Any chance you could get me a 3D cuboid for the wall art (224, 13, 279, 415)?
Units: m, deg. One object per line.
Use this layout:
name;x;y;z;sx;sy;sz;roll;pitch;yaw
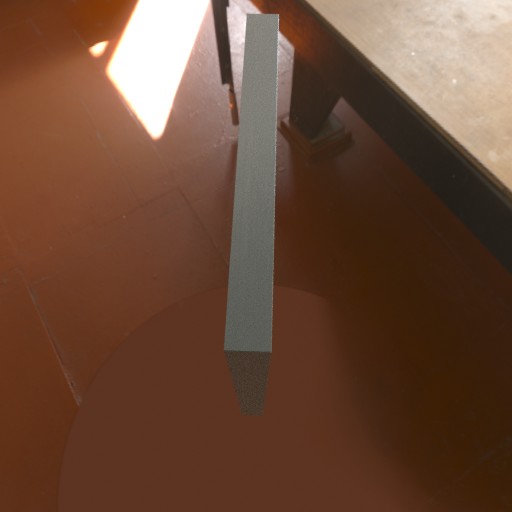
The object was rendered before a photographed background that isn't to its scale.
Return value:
wall art;0.000;0.000;0.508;0.030;0.379;0.308;2;65;1
